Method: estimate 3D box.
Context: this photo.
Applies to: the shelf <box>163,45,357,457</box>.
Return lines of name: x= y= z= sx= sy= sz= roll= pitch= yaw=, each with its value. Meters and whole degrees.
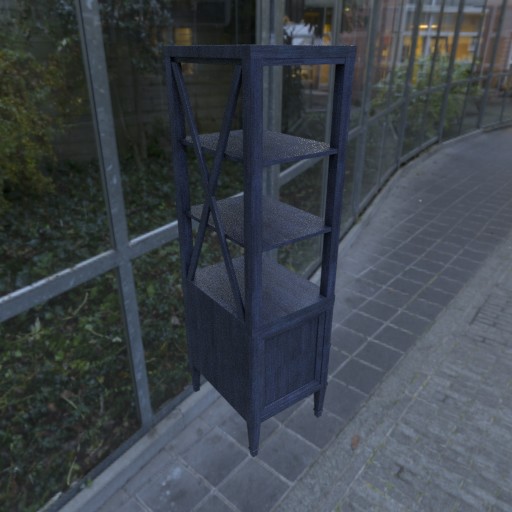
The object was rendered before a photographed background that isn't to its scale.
shelf: x=0.000 y=0.000 z=2.015 sx=0.472 sy=1.727 sz=0.584 roll=-17 pitch=30 yaw=-33
